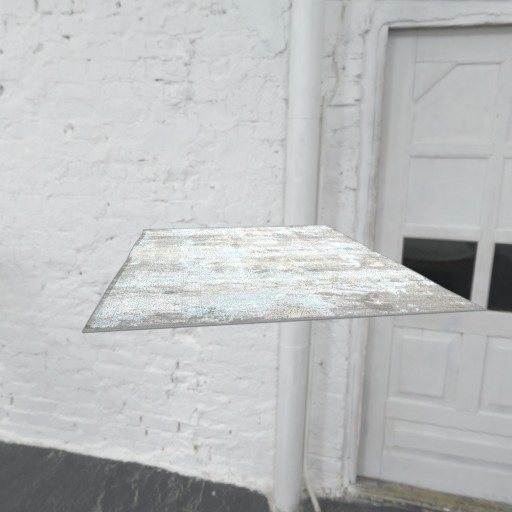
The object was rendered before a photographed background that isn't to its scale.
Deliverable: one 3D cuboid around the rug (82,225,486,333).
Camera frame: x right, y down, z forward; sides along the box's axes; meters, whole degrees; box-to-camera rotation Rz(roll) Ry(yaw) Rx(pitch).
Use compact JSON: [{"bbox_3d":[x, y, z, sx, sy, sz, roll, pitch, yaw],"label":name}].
[{"bbox_3d":[0.000,0.000,4.149,2.393,0.013,3.307,-2,13,-8],"label":"rug"}]
